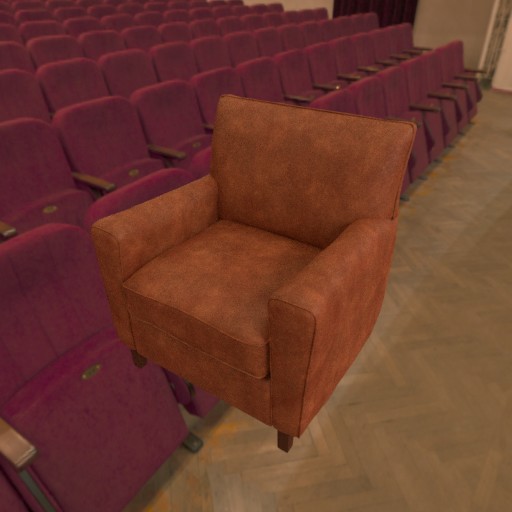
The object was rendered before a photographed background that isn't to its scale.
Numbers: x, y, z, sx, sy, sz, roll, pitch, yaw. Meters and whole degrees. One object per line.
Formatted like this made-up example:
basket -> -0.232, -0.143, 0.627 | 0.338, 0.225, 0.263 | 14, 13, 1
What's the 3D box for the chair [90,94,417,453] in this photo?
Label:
chair -> 0.000, 0.000, 1.654 | 0.870, 0.943, 0.823 | 19, 37, 28
